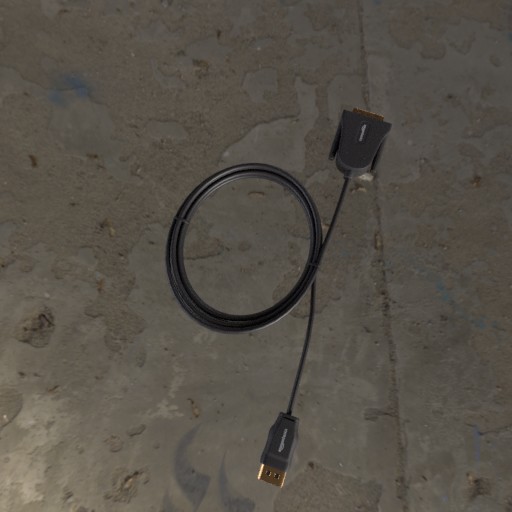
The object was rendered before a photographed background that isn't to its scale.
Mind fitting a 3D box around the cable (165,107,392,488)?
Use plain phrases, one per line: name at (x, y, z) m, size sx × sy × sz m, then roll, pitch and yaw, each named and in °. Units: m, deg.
cable at (0.000, 0.000, 0.326) m, size 0.136 × 0.015 × 0.281 m, roll 18°, pitch 76°, yaw 5°
